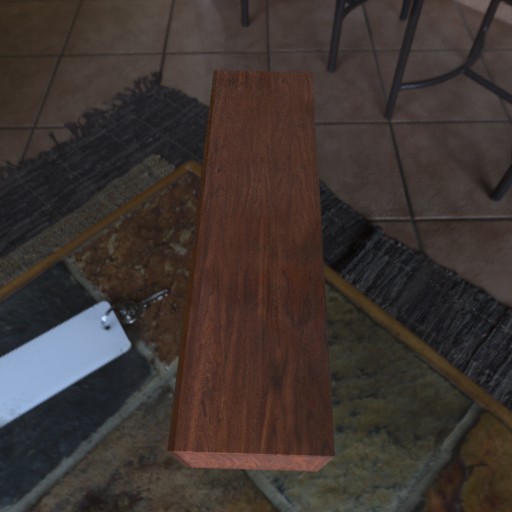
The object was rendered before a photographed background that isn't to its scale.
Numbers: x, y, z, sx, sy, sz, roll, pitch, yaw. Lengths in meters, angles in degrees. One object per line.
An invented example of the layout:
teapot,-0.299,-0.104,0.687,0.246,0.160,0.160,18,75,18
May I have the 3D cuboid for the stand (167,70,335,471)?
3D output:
stand,0.000,0.000,1.887,0.481,0.610,1.626,1,59,1
